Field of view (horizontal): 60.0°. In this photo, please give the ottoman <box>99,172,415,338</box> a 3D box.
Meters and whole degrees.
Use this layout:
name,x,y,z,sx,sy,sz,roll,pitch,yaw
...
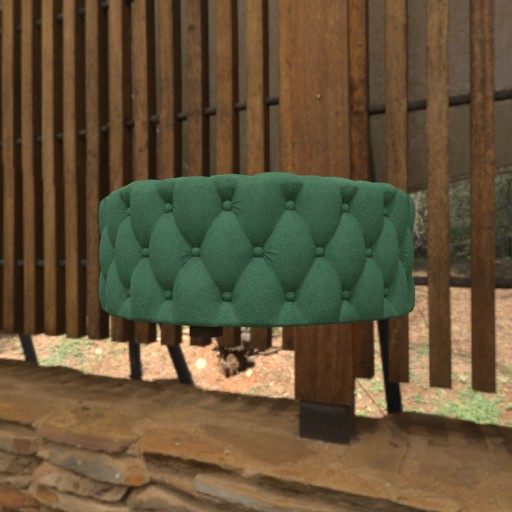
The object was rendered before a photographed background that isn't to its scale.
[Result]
name,x,y,z,sx,sy,sz,roll,pitch,yaw
ottoman,0.000,0.000,1.476,0.998,0.399,0.998,0,-1,0
